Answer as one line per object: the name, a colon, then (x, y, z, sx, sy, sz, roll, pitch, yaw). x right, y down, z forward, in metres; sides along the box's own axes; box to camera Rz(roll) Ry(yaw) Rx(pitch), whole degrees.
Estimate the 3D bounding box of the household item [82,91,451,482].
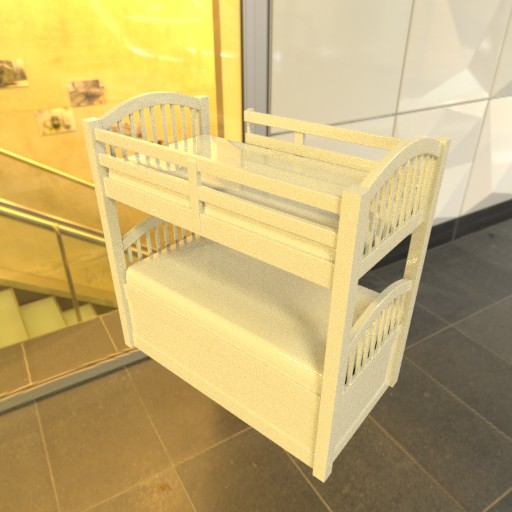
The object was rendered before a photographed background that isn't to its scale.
household item: (0.000, 0.000, 3.204, 2.032, 2.032, 1.143, 22, 37, 33)
